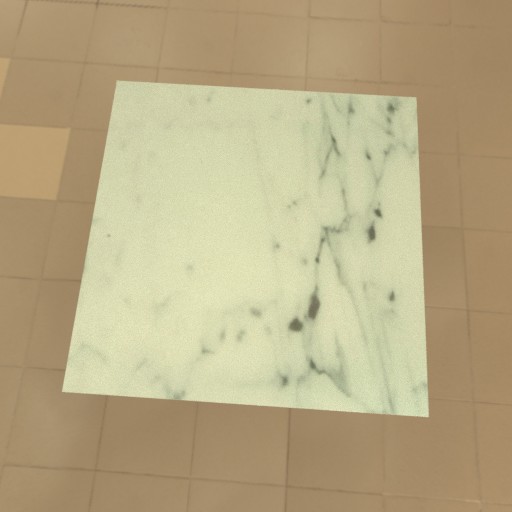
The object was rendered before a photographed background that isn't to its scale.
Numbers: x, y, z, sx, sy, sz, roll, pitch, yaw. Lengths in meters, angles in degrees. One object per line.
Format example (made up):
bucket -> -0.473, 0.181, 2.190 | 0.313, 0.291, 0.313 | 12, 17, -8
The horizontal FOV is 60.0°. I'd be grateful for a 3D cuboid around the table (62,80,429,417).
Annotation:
table -> 0.000, 0.000, 1.288 | 0.800, 0.450, 0.800 | 4, 74, 1
